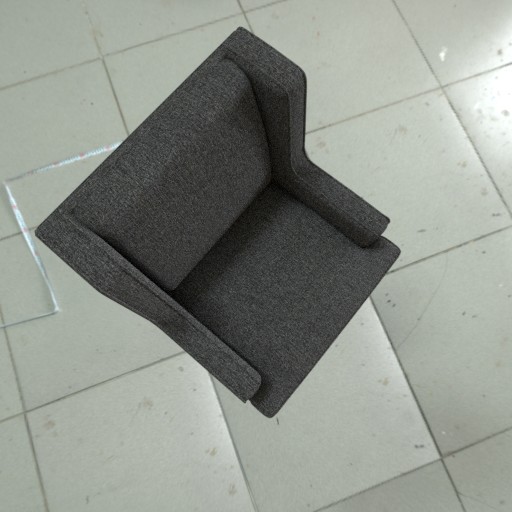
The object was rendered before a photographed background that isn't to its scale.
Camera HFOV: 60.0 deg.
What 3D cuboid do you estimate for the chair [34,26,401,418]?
[{"bbox_3d":[0.000,0.000,1.805,0.927,1.082,0.942,39,79,9],"label":"chair"}]
